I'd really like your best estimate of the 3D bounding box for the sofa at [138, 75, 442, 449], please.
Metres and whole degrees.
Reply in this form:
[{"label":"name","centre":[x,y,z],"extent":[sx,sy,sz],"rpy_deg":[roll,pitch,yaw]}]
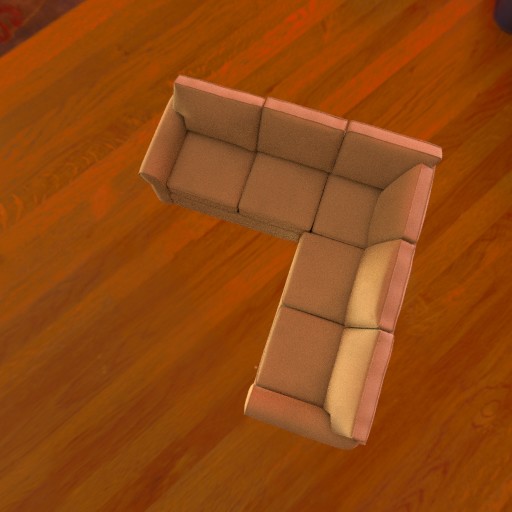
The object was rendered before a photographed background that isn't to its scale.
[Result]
[{"label":"sofa","centre":[0.000,0.000,3.907],"extent":[2.487,1.053,2.562],"rpy_deg":[18,77,4]}]
